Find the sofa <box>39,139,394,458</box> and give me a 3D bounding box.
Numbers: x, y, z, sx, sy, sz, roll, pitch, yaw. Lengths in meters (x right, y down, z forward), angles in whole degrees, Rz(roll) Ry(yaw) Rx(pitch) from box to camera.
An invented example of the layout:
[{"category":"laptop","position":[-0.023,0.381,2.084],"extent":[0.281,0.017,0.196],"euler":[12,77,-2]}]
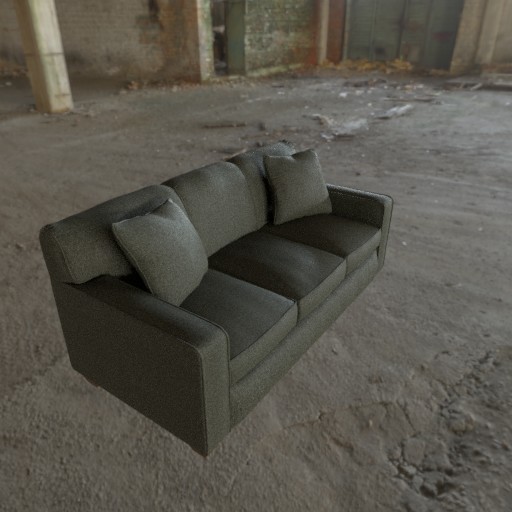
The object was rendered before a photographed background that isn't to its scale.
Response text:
[{"category":"sofa","position":[0.000,0.000,2.637],"extent":[0.997,0.958,2.024],"euler":[18,32,31]}]
